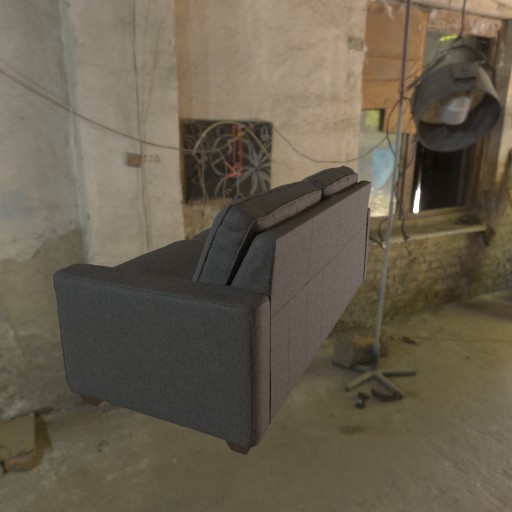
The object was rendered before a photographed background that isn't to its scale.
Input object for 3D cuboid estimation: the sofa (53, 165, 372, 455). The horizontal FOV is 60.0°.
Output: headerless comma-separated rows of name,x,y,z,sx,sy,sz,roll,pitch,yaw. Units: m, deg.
sofa,0.000,0.000,2.537,0.940,0.919,2.080,7,18,23
